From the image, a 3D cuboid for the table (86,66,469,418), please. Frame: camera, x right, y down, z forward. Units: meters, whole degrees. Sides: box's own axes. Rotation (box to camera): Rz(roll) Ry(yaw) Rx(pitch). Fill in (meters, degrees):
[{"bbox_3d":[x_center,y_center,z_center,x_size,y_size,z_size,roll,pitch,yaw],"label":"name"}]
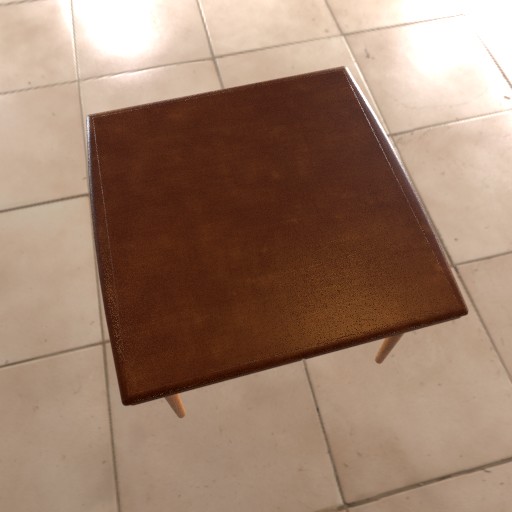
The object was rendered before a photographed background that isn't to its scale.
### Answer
[{"bbox_3d":[0.000,0.000,1.697,0.991,0.754,0.991,-13,65,-6],"label":"table"}]
